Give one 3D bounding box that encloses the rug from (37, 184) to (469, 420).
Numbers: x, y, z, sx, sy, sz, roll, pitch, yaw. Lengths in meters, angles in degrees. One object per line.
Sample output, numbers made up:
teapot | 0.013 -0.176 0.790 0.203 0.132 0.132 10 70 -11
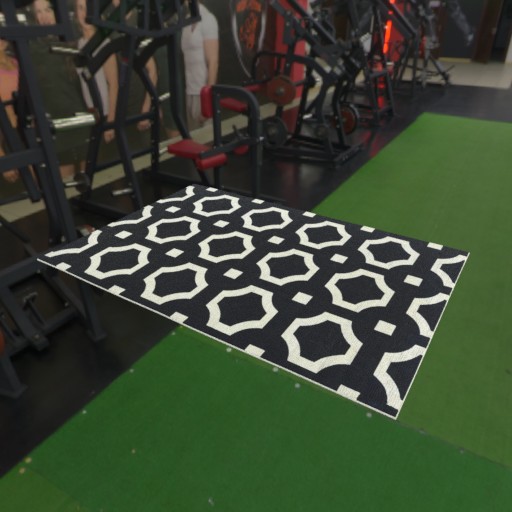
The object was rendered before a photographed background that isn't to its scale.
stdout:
rug | 0.000 0.000 2.829 2.286 0.016 1.555 18 35 28
